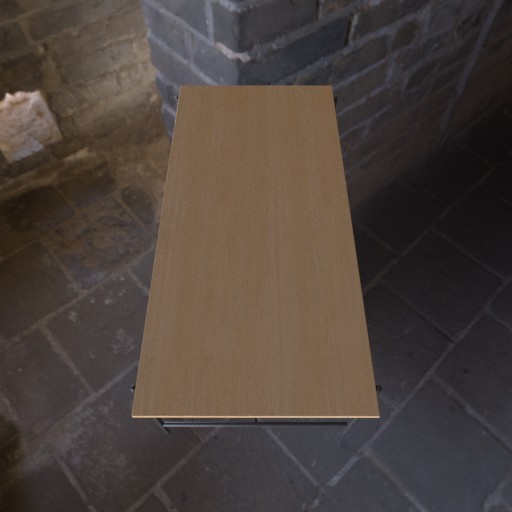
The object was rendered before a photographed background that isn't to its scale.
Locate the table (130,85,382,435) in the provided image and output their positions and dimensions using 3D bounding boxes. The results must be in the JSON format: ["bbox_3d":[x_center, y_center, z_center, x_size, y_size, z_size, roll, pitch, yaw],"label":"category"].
[{"bbox_3d":[0.000,0.000,2.328,0.900,0.758,1.800,0,57,0],"label":"table"}]
